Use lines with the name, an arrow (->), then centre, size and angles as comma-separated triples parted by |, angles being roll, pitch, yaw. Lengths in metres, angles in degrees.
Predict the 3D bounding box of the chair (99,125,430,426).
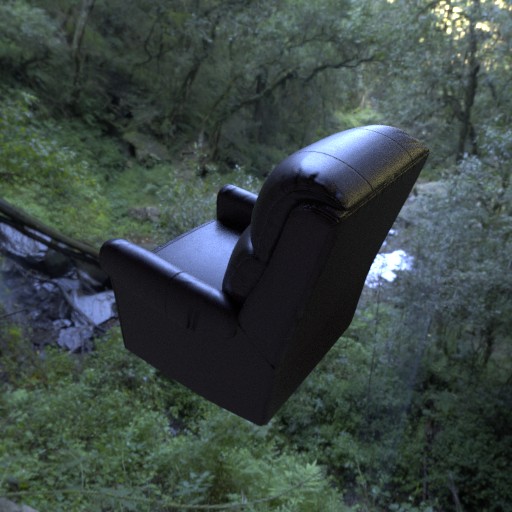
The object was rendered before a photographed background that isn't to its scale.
chair -> 0.000, 0.000, 1.792 | 1.014, 1.054, 0.838 | 20, 36, 30
